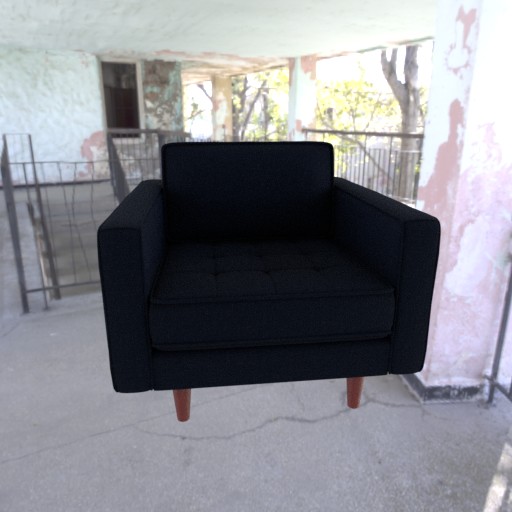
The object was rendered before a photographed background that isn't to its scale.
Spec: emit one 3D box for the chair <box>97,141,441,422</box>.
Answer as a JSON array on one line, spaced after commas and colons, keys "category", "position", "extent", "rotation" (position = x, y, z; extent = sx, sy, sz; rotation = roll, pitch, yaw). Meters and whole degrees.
[{"category": "chair", "position": [0.000, 0.000, 1.576], "extent": [0.899, 0.770, 0.920], "rotation": [-2, 17, -6]}]
